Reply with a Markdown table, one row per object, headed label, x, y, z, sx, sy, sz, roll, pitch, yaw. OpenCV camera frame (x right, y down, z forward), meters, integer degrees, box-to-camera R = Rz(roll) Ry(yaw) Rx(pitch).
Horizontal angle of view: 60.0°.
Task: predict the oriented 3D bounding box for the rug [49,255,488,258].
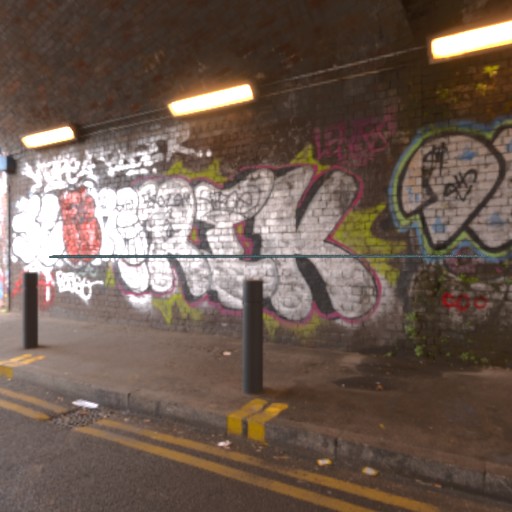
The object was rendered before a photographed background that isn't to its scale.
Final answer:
| label | x | y | z | sx | sy | sz | roll | pitch | yaw |
| --- | --- | --- | --- | --- | --- | --- | --- | --- | --- |
| rug | 0.000 | 0.000 | 2.301 | 1.833 | 0.012 | 1.211 | 0 | 0 | -19 |
